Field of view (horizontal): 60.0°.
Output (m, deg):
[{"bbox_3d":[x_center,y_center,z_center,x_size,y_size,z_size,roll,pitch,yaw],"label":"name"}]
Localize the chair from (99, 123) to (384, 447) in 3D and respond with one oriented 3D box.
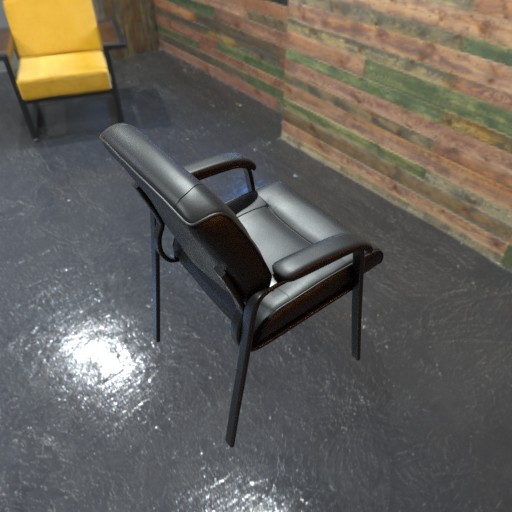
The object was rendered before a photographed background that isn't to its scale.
[{"bbox_3d":[0.000,0.000,1.360,0.668,0.910,0.591,-26,48,-26],"label":"chair"}]
